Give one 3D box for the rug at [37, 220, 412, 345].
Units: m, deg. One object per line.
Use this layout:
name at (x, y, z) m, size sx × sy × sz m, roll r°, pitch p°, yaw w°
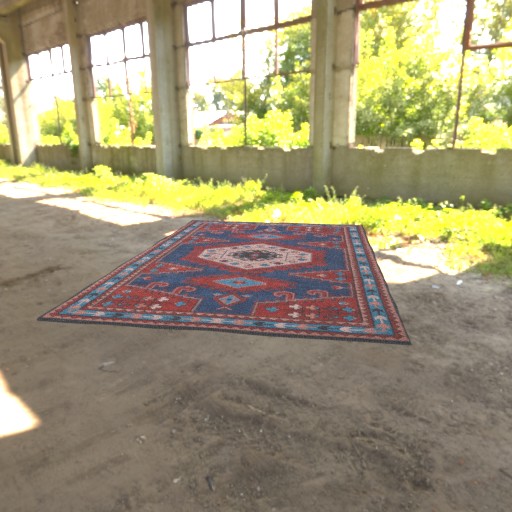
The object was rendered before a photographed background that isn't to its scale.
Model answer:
rug at (0.000, 0.000, 2.251) m, size 1.207 × 0.012 × 1.820 m, roll 2°, pitch 15°, yaw 8°
